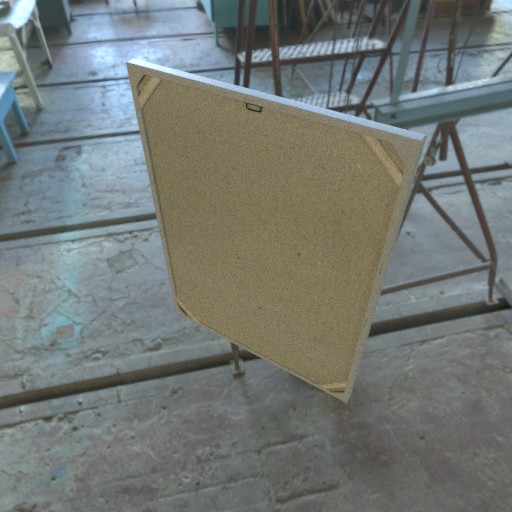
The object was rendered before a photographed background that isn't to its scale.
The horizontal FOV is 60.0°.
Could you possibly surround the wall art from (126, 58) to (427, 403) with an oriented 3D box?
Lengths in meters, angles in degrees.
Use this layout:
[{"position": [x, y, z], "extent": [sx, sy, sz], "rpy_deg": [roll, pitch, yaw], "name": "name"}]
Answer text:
[{"position": [0.000, 0.000, 1.613], "extent": [0.914, 1.212, 0.038], "rpy_deg": [23, 48, 22], "name": "wall art"}]
